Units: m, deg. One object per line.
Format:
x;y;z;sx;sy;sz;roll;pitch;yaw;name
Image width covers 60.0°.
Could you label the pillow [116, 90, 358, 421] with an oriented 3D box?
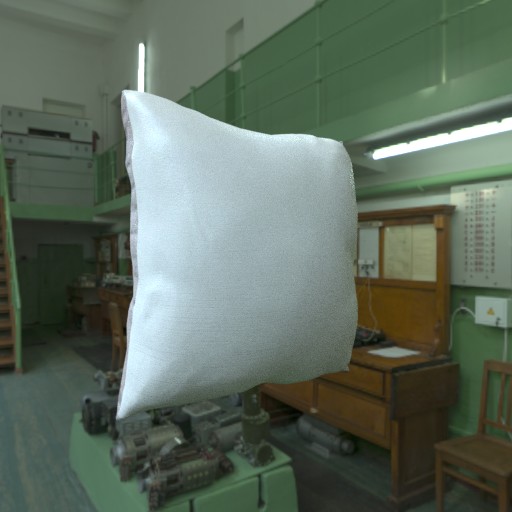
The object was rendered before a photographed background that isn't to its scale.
0.000;0.000;0.720;0.450;0.448;0.245;0;0;-36;pillow
